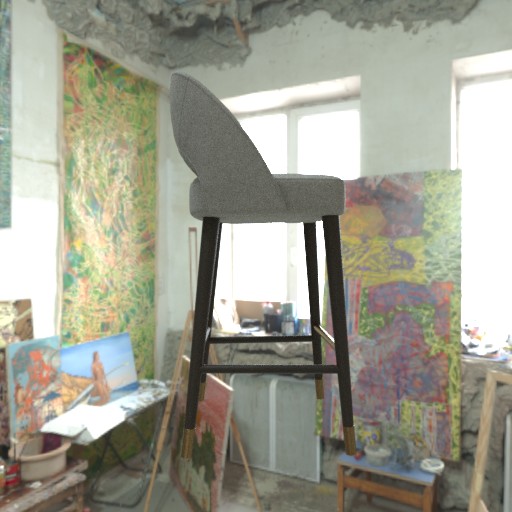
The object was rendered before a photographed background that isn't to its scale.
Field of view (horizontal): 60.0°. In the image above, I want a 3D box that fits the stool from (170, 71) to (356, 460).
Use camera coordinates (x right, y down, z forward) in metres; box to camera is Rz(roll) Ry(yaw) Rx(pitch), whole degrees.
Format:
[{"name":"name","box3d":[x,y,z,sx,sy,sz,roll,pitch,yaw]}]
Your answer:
[{"name":"stool","box3d":[0.000,0.000,1.357,0.509,1.037,0.494,0,1,-2]}]
